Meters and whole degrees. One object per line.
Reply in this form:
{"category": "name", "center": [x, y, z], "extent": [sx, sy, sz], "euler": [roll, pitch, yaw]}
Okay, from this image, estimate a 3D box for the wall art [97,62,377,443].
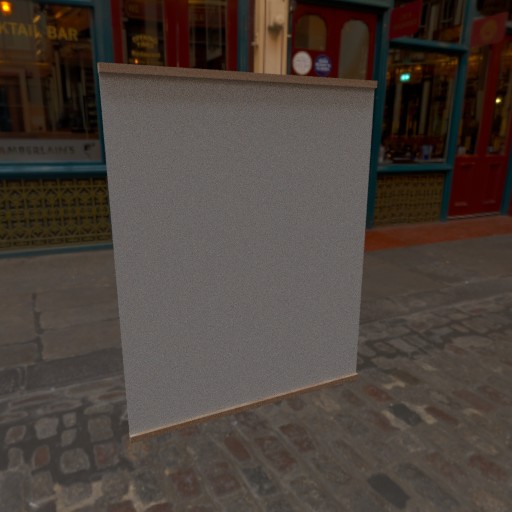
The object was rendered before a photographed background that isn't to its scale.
{"category": "wall art", "center": [0.000, 0.000, 0.662], "extent": [0.405, 0.508, 0.012], "euler": [-7, 17, -25]}
